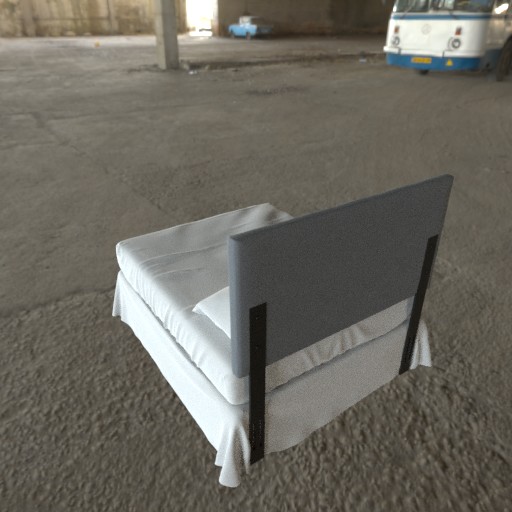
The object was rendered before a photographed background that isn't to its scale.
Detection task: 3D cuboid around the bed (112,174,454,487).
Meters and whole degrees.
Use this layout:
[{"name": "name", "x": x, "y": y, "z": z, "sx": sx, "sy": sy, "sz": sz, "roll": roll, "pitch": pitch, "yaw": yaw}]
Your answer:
[{"name": "bed", "x": 0.000, "y": 0.000, "z": 3.484, "sx": 1.936, "sy": 1.577, "sz": 2.222, "roll": -18, "pitch": 34, "yaw": -30}]
